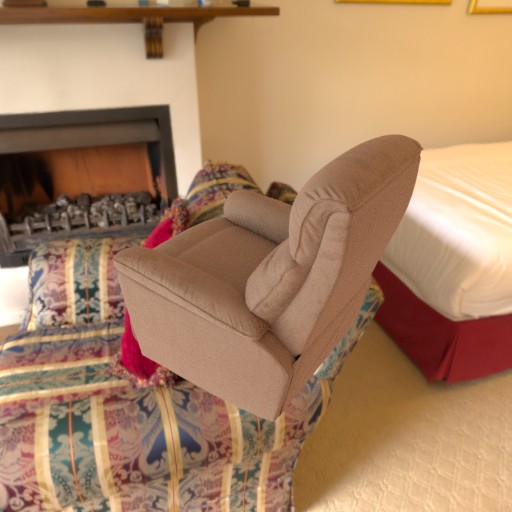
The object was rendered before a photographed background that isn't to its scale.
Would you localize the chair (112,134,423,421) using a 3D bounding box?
[{"bbox_3d":[0.000,0.000,1.787,1.004,1.037,0.820,20,37,30],"label":"chair"}]
